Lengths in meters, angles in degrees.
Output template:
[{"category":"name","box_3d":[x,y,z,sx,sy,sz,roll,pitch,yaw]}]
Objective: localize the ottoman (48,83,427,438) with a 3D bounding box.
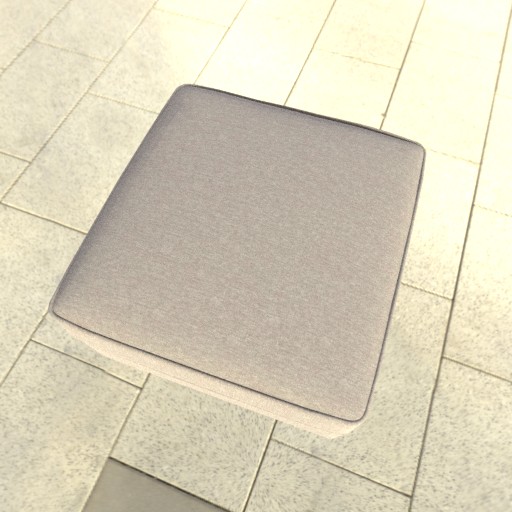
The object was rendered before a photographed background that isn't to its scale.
[{"category":"ottoman","box_3d":[0.000,0.000,1.377,0.808,0.612,0.871,17,65,8]}]
